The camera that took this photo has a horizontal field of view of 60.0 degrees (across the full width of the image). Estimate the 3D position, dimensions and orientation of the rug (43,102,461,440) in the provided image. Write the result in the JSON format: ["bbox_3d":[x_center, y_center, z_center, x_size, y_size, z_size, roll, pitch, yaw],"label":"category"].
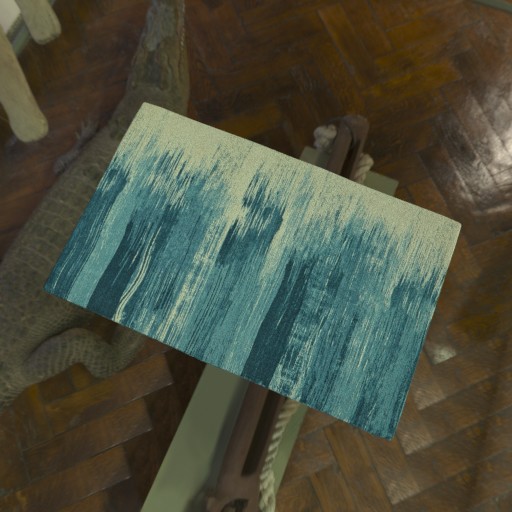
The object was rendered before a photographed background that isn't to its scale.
[{"bbox_3d":[0.000,0.000,2.993,2.450,0.027,1.540,22,78,5],"label":"rug"}]
